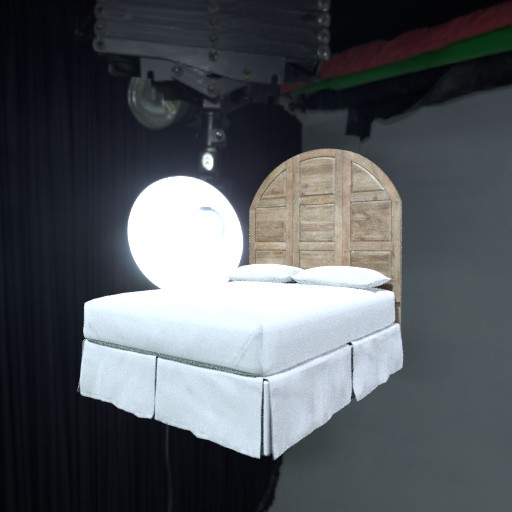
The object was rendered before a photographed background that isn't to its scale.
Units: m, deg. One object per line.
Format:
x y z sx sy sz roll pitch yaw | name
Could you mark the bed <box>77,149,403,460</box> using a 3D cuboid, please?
0.000 0.000 3.470 1.713 2.002 2.112 1 2 36 | bed
